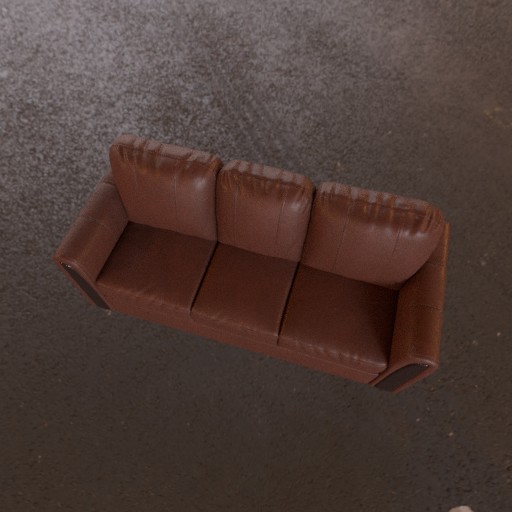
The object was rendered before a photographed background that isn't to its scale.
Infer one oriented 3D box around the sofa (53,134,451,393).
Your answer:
[{"bbox_3d":[0.000,0.000,2.318,1.862,0.915,0.802,15,60,9],"label":"sofa"}]
